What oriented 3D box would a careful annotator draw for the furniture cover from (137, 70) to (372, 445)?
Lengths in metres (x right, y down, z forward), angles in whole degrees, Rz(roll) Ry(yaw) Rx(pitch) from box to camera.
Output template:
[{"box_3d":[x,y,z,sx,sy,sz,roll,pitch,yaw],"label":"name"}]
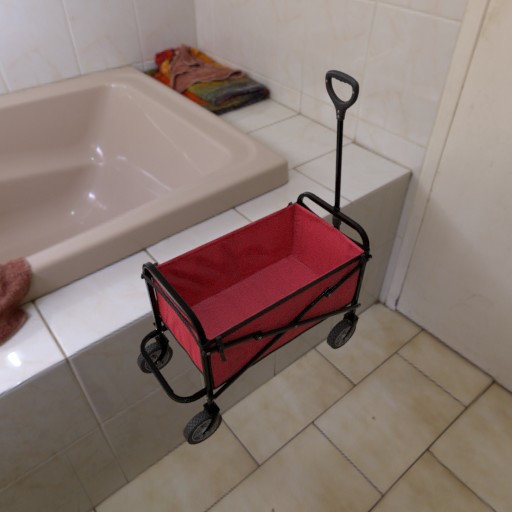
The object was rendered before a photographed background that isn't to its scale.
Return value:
[{"box_3d":[0.000,0.000,1.789,1.038,1.295,0.532,-26,48,-27],"label":"furniture cover"}]
